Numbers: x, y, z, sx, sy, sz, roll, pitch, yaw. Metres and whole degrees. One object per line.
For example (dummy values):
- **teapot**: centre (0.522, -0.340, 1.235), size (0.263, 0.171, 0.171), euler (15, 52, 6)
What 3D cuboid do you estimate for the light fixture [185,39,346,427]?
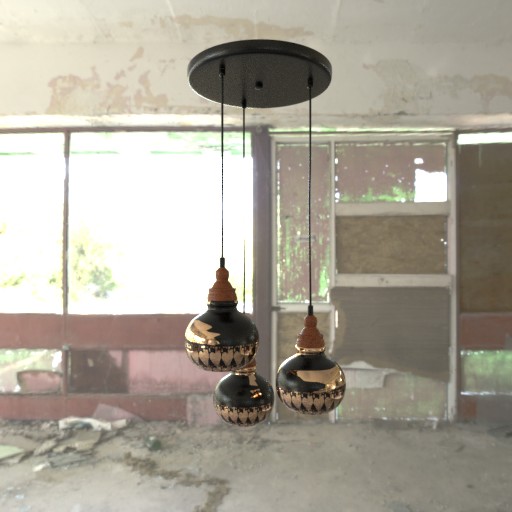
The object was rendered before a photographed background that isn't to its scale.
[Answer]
- **light fixture**: centre (0.000, 0.000, 1.699), size (0.608, 1.410, 0.605), euler (0, 0, 37)
